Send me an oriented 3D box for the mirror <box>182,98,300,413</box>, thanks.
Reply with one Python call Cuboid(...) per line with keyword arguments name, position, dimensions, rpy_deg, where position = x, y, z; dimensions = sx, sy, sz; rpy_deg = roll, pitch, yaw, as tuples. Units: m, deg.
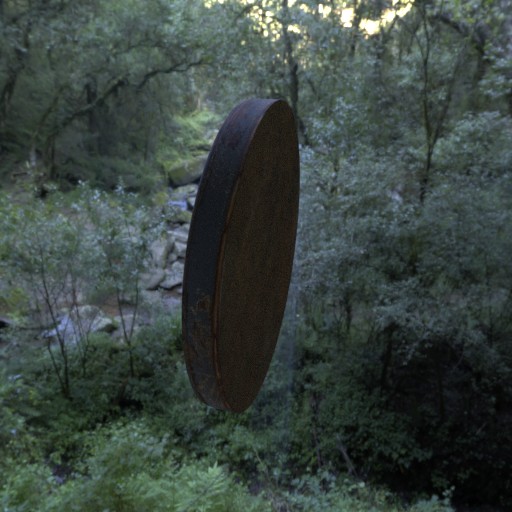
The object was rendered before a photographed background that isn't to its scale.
Cuboid(name="mirror", position=(0.000, 0.000, 0.874), dimensions=(0.061, 0.585, 0.585), rpy_deg=(8, 31, 14))
